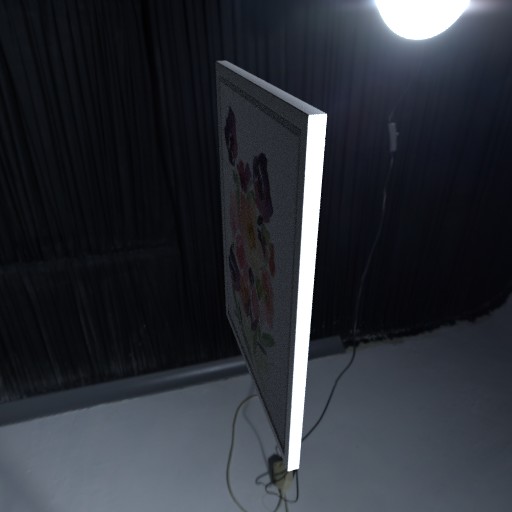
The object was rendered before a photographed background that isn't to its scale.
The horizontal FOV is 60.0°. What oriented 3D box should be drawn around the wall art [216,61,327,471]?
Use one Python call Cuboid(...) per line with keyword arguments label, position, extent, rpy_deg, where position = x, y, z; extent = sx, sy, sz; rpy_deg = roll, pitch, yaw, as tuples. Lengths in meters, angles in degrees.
Cuboid(label="wall art", position=(0.000, 0.000, 1.413), extent=(0.042, 1.056, 0.805), rpy_deg=(-9, 32, -14))
